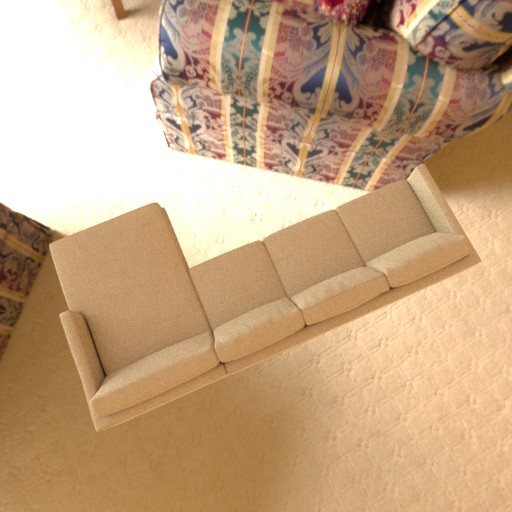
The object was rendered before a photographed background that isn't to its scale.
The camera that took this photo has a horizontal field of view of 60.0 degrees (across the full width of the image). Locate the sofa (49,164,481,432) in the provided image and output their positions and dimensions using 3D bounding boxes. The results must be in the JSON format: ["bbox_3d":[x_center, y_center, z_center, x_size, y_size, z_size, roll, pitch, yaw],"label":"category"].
[{"bbox_3d":[0.000,0.000,3.740,3.186,0.846,1.625,-23,76,-6],"label":"sofa"}]
